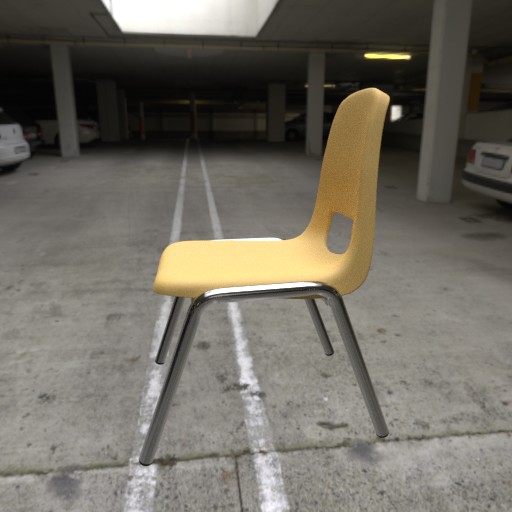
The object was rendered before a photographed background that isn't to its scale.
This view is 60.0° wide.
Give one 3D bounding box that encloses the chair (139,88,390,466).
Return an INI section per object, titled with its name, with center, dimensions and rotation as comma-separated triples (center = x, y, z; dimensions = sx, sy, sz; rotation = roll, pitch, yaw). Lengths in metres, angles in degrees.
[chair]
center = 0.000, 0.000, 0.821
dimensions = 0.423, 0.586, 0.354
rotation = -2, 15, -8
